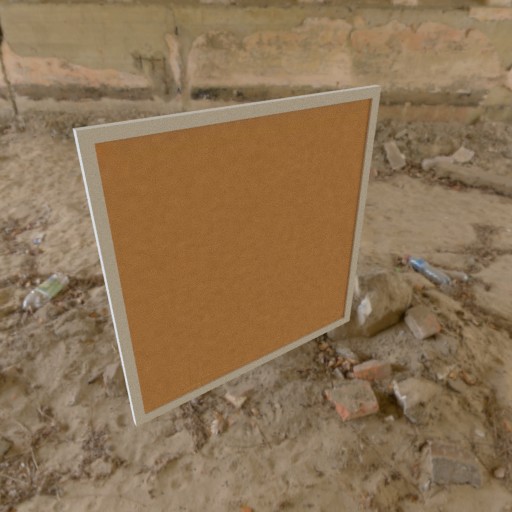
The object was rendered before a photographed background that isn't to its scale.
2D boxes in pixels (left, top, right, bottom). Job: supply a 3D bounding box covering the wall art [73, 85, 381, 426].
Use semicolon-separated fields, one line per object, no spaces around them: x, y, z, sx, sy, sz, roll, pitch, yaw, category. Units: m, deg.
0.000;0.000;0.687;0.457;0.457;0.012;-19;36;-29;wall art
